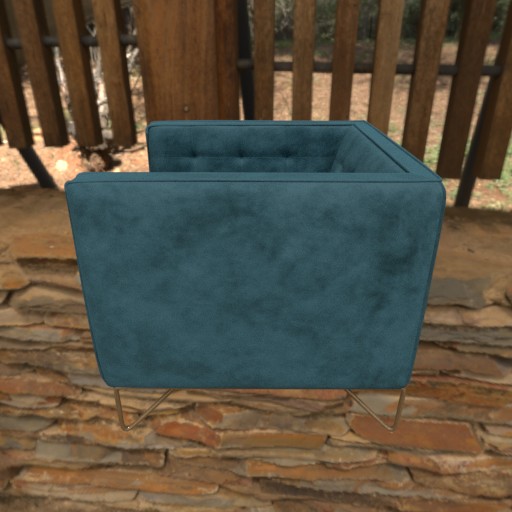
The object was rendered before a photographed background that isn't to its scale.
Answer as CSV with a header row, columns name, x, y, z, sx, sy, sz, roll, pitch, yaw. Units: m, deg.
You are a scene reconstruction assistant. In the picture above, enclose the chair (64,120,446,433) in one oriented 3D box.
name,x,y,z,sx,sy,sz,roll,pitch,yaw
chair,0.000,0.000,1.537,0.894,0.790,0.880,0,26,1
